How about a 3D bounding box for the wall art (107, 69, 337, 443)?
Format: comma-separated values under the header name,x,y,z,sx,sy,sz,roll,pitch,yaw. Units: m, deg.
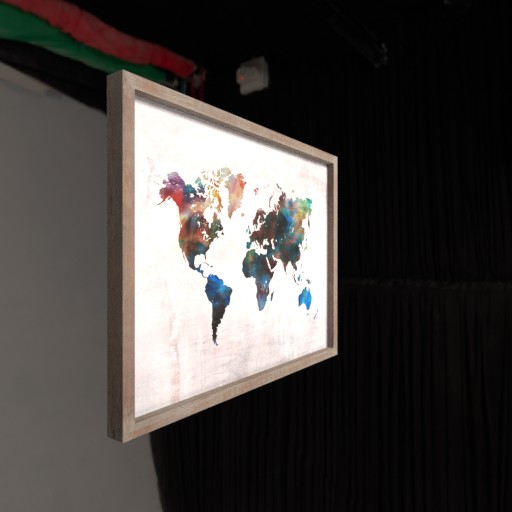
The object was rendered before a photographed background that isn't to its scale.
name,x,y,z,sx,sy,sz,roll,pitch,yaw
wall art,0.000,0.000,1.751,0.070,1.009,1.320,0,0,36
